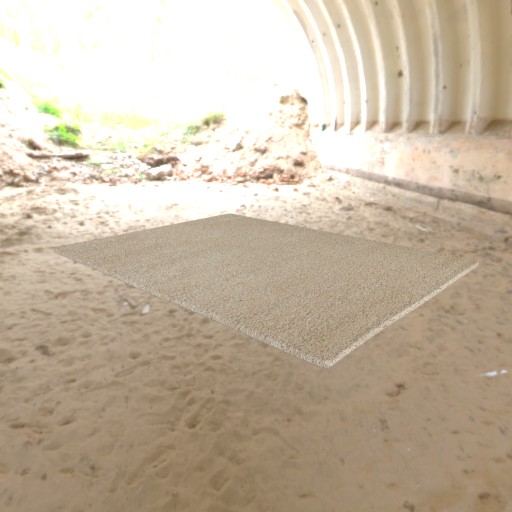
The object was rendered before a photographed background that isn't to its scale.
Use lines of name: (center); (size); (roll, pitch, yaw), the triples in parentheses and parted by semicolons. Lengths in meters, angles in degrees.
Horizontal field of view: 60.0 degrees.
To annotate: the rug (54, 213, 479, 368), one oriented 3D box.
rug: (0.000, 0.000, 2.060); (1.600, 0.025, 1.199); (15, 22, 41)
